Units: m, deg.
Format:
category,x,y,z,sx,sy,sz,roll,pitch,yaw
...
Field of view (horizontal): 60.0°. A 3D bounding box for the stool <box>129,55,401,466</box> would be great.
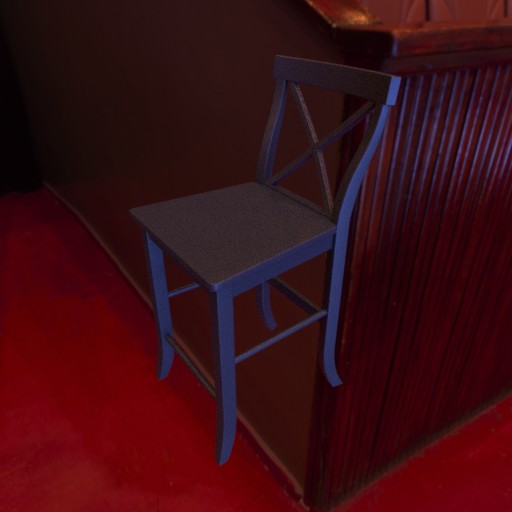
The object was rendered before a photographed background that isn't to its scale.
category,x,y,z,sx,sy,sz,roll,pitch,yaw
stool,0.000,0.000,1.281,0.559,0.989,0.452,-21,37,-30
